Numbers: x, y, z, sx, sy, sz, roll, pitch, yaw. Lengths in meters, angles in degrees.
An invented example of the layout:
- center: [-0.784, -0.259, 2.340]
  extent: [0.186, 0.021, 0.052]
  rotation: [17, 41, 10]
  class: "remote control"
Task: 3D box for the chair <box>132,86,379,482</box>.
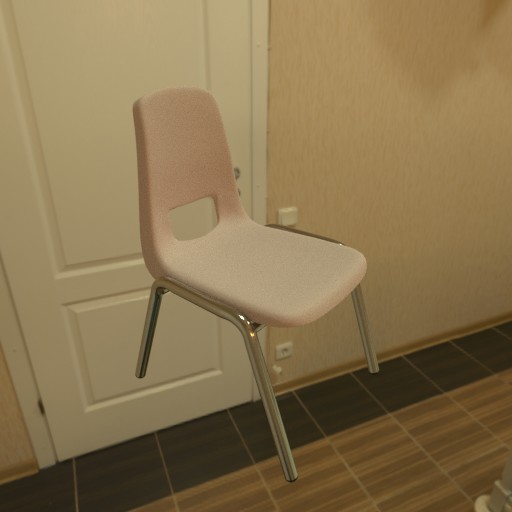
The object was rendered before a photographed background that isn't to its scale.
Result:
- center: [0.000, 0.000, 0.844]
  extent: [0.423, 0.586, 0.354]
  rotation: [18, 31, 33]
  class: "chair"
